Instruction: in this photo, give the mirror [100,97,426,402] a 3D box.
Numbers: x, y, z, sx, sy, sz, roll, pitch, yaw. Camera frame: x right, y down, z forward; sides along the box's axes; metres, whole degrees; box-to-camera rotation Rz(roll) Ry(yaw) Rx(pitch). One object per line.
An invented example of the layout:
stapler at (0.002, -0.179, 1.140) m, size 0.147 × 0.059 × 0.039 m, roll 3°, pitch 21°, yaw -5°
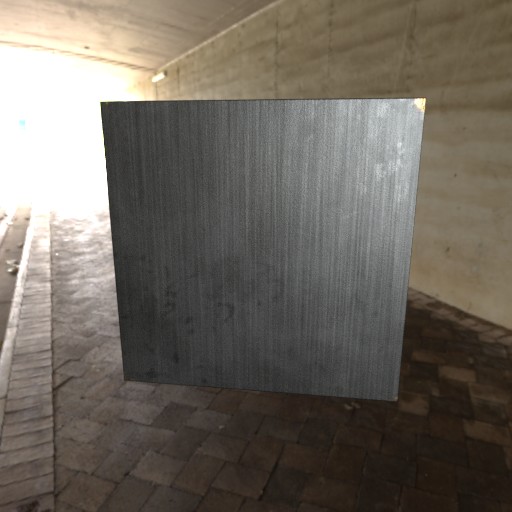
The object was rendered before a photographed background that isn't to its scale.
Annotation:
mirror at (0.000, 0.000, 0.572) m, size 0.382 × 0.381 × 0.020 m, roll 2°, pitch 15°, yaw 8°
